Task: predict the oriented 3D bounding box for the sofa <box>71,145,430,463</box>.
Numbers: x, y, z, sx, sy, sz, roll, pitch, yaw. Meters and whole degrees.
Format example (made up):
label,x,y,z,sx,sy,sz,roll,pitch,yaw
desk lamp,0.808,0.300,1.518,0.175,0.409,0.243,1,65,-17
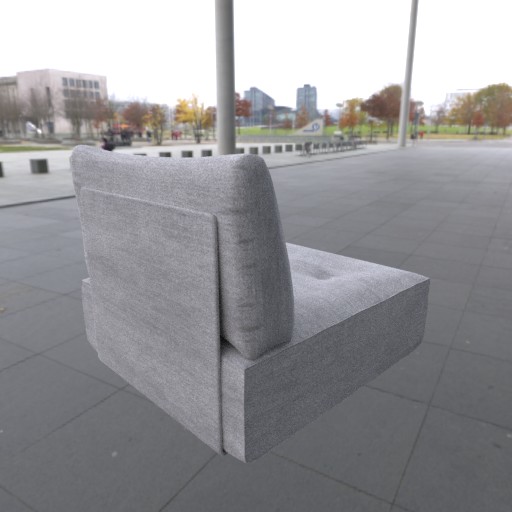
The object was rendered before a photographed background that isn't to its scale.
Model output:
label,x,y,z,sx,sy,sz,roll,pitch,yaw
sofa,0.000,0.000,1.682,1.000,0.820,0.930,-15,22,-42
